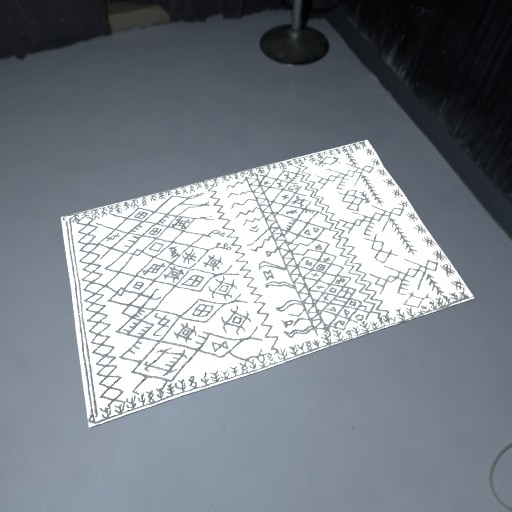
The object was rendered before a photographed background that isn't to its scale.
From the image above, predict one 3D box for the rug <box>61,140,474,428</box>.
[{"bbox_3d":[0.000,0.000,3.017,2.444,0.012,1.530,-16,59,-10],"label":"rug"}]
